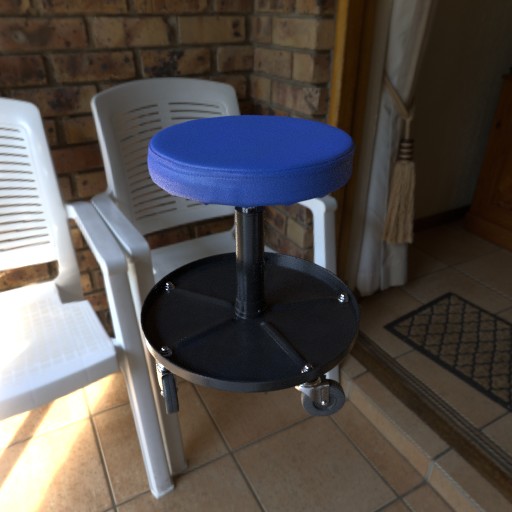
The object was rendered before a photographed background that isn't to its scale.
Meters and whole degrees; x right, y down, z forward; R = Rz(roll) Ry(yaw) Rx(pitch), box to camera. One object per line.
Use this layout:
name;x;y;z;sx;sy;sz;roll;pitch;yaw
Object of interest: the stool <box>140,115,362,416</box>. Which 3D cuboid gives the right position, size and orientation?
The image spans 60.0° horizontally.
stool;0.000;0.000;0.674;0.382;0.365;0.381;-19;34;-29
